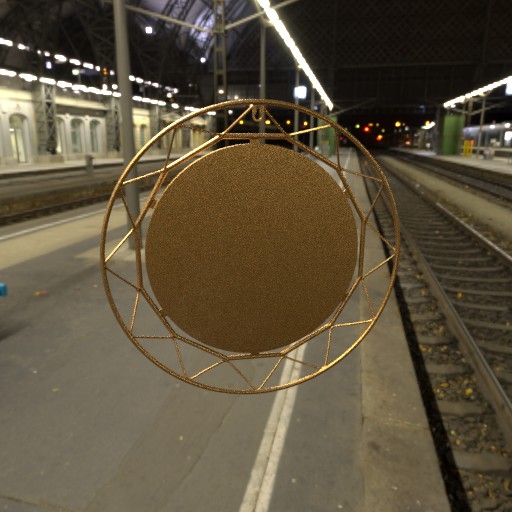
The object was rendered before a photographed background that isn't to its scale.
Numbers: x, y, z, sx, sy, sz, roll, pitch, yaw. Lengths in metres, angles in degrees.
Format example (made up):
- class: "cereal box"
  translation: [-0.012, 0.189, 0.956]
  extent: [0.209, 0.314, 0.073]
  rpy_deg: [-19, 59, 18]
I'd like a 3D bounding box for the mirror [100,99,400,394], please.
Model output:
- class: "mirror"
  translation: [0.000, 0.000, 0.683]
  extent: [0.454, 0.454, 0.043]
  rpy_deg: [-2, 15, -9]
